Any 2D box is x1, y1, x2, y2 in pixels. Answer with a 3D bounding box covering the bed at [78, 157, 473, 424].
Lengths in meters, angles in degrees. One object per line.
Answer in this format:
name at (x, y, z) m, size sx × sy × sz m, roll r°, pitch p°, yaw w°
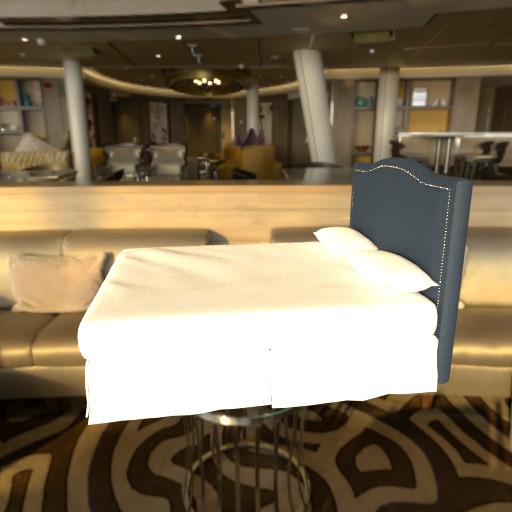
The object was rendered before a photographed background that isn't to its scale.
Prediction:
bed at (0.000, 0.000, 3.349) m, size 2.282 × 1.436 × 1.821 m, roll -2°, pitch 15°, yaw -8°
